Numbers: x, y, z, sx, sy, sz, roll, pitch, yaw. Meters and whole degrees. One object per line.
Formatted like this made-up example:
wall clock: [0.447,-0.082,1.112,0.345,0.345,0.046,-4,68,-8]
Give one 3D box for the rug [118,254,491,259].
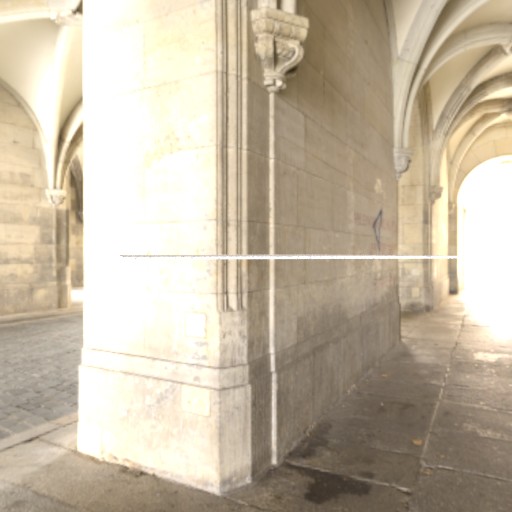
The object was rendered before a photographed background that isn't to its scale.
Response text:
rug: [0.000,0.000,4.152,2.457,0.015,3.049,0,0,-18]
